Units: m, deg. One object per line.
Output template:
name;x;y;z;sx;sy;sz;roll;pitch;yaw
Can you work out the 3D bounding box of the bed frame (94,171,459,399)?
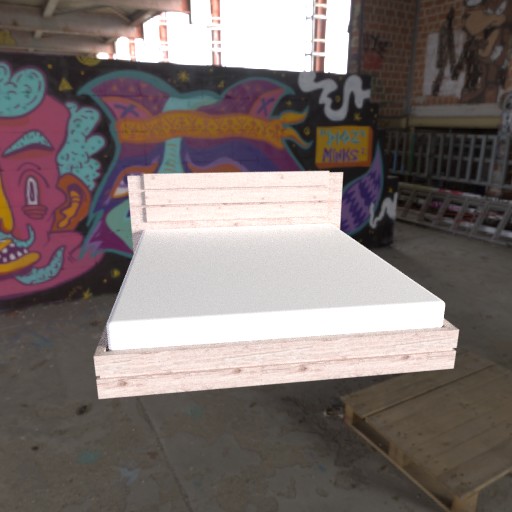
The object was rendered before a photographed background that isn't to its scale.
bed frame;0.000;0.000;3.159;1.950;0.970;2.080;-3;17;-8
